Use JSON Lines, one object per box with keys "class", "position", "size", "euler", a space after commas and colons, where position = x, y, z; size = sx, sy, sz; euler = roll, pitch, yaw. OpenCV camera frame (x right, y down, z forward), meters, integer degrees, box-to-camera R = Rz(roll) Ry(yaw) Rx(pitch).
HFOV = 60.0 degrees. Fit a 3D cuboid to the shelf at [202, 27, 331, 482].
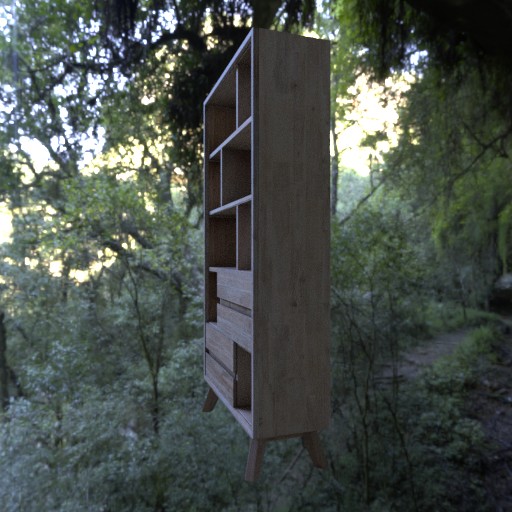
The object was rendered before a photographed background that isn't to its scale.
{"class": "shelf", "position": [0.000, 0.000, 1.819], "size": [0.308, 1.471, 0.748], "euler": [0, 0, -19]}
